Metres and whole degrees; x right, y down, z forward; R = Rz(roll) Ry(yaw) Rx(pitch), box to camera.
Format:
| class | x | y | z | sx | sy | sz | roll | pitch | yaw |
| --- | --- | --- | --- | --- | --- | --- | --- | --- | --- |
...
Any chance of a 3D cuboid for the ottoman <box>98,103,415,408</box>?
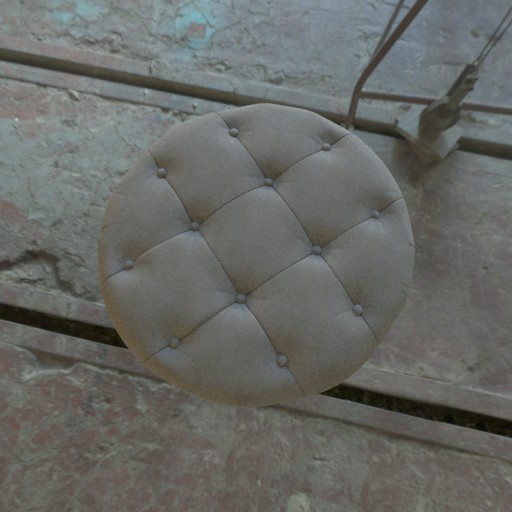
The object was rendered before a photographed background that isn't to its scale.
| class | x | y | z | sx | sy | sz | roll | pitch | yaw |
| --- | --- | --- | --- | --- | --- | --- | --- | --- | --- |
| ottoman | 0.000 | 0.000 | 1.402 | 0.901 | 0.439 | 0.901 | 0 | 75 | 0 |
